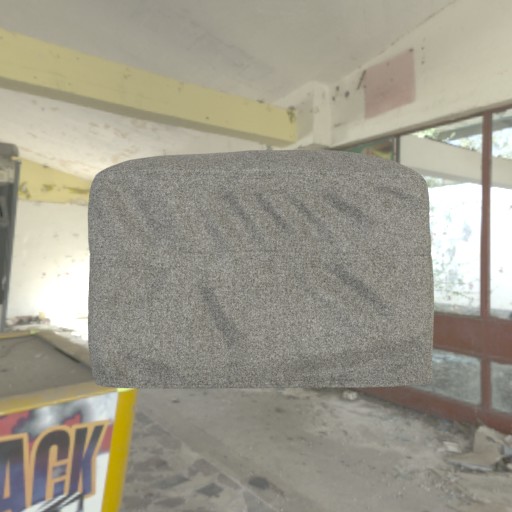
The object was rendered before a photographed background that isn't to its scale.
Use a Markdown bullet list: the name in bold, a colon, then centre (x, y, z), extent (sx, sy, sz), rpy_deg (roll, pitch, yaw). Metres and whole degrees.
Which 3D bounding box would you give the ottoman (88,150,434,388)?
- **ottoman**: centre (0.000, 0.000, 1.216), extent (0.683, 0.481, 0.837), rpy_deg (0, 0, -1)
